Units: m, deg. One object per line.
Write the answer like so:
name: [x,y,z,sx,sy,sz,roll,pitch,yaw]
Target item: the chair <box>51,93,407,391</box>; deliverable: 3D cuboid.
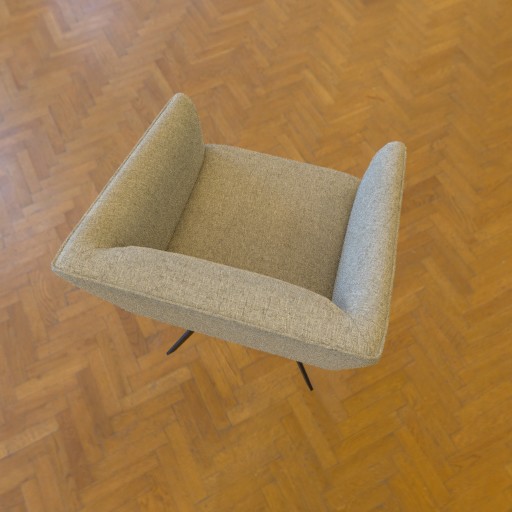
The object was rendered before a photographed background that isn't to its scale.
chair: [0.000,0.000,1.232,0.628,0.760,0.623,15,65,7]
